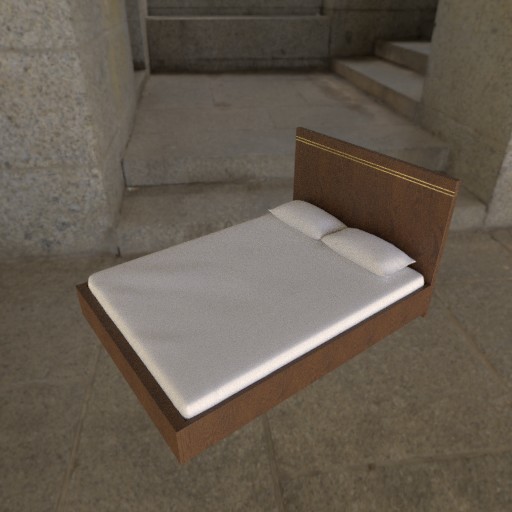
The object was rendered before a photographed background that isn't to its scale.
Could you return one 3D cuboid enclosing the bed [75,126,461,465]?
[{"bbox_3d":[0.000,0.000,3.247,2.221,1.169,1.613,-21,38,-31],"label":"bed"}]
